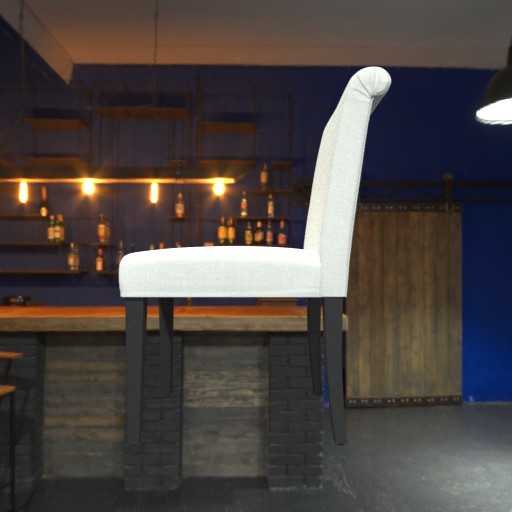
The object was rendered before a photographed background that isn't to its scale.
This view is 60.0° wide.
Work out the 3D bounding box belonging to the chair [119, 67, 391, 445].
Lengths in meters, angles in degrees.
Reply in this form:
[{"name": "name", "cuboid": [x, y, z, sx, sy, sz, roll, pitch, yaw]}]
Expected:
[{"name": "chair", "cuboid": [0.000, 0.000, 1.359, 0.708, 0.976, 0.452, 0, -1, 0]}]
